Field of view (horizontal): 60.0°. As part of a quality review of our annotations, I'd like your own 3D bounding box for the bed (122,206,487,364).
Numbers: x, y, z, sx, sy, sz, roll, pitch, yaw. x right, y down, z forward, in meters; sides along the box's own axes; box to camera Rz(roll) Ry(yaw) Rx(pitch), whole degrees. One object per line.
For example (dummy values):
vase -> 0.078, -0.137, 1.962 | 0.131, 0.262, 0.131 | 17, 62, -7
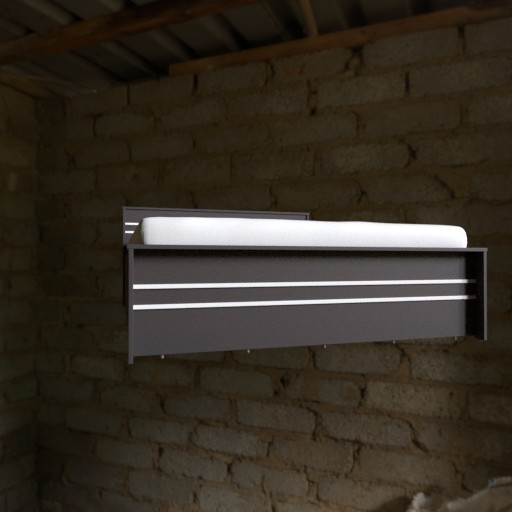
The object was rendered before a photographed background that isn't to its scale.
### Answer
bed -> 0.000, 0.000, 2.854 | 1.634, 0.808, 2.103 | 0, -1, -17
